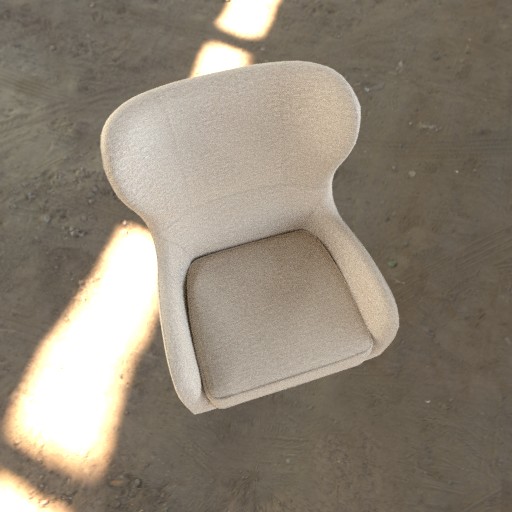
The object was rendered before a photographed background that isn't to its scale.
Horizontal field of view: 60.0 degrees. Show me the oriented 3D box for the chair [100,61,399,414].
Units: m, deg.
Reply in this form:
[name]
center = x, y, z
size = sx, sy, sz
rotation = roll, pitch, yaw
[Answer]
[chair]
center = 0.000, 0.000, 1.766
size = 0.861, 1.064, 0.984
rotation = -16, 65, -8
